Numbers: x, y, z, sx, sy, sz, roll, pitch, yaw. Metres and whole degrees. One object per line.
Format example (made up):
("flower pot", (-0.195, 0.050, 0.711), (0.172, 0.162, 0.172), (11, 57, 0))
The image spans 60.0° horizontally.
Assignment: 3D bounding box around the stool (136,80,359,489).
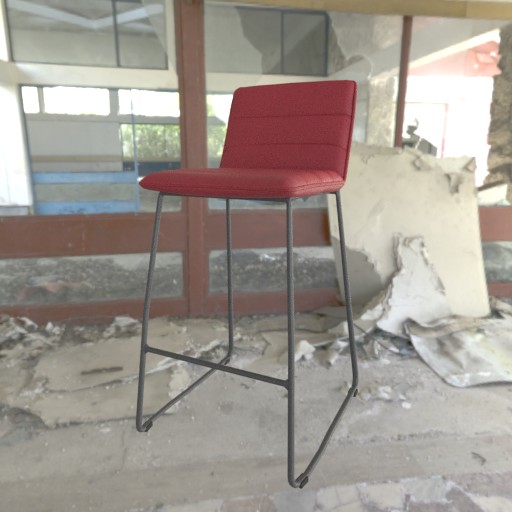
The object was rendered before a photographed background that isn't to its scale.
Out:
("stool", (0.000, 0.000, 1.198), (0.489, 0.937, 0.524), (7, 15, 26))
